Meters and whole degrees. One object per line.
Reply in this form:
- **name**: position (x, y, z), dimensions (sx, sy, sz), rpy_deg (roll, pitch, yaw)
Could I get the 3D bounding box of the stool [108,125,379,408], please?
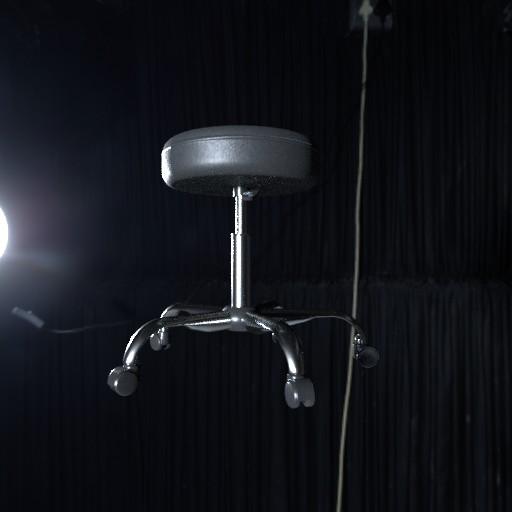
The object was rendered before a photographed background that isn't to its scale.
- **stool**: position (0.000, 0.000, 1.151), dimensions (0.638, 0.576, 0.673), rpy_deg (0, 0, -1)
